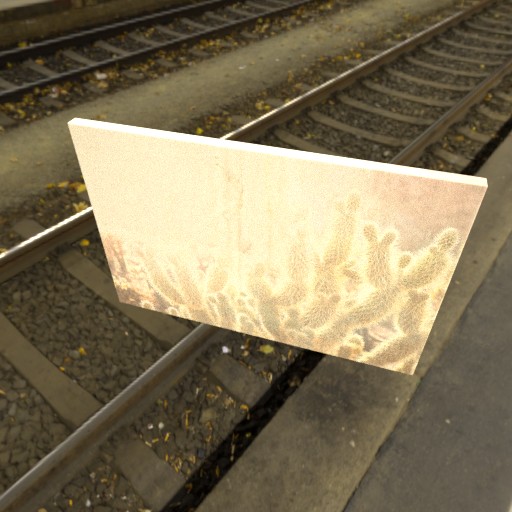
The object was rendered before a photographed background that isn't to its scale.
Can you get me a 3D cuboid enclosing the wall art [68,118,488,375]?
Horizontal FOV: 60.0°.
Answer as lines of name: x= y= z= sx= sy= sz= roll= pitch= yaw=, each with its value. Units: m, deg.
wall art: x=0.000 y=0.000 z=1.422 sx=1.142 sy=0.758 sz=0.041 roll=12 pitch=42 yaw=13
